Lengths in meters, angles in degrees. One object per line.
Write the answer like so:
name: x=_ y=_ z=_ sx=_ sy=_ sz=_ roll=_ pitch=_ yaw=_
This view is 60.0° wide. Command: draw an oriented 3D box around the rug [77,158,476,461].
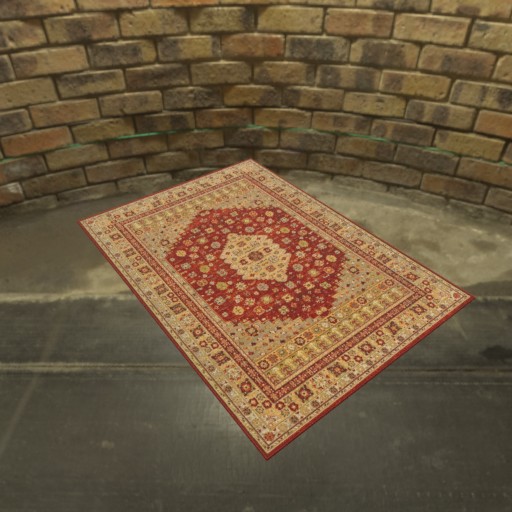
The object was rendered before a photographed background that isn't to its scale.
rug: x=0.000 y=0.000 z=2.932 sx=1.593 sy=0.013 sz=2.211 roll=-26 pitch=47 yaw=-28
